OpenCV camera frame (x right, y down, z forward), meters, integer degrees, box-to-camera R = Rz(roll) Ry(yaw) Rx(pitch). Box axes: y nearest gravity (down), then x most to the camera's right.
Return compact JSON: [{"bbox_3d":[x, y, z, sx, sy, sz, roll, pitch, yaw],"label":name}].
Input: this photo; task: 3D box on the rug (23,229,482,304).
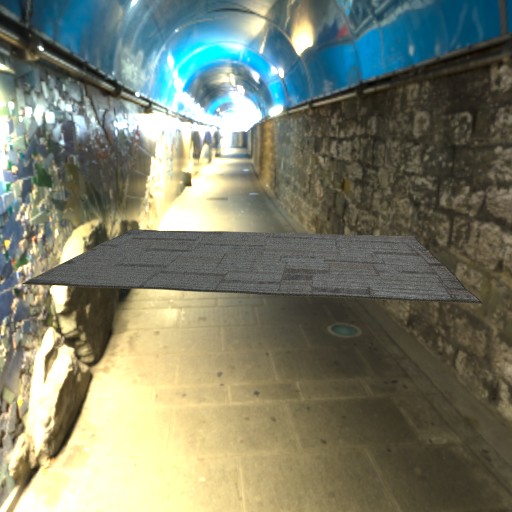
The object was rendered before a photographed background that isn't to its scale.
[{"bbox_3d":[0.000,0.000,3.057,2.444,0.023,1.531,2,15,7],"label":"rug"}]
